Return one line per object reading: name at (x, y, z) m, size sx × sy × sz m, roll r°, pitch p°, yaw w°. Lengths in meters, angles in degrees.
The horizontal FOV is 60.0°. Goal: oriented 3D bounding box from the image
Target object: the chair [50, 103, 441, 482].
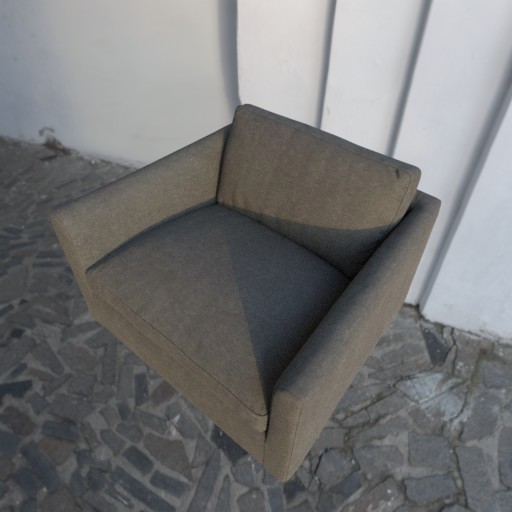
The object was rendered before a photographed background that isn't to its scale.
chair at (0.000, 0.000, 1.855) m, size 1.190 × 0.845 × 1.091 m, roll 31°, pitch 53°, yaw 27°
